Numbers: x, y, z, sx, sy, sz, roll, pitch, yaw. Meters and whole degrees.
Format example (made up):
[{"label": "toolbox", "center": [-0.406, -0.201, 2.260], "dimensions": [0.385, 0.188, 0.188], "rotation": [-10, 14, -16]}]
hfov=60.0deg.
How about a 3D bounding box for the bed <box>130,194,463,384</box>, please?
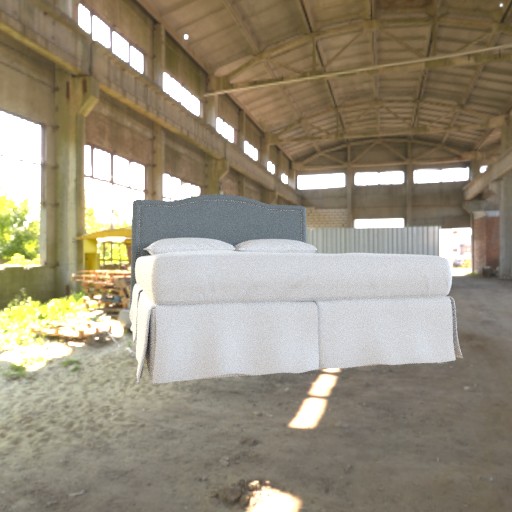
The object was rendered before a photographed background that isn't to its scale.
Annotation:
[{"label": "bed", "center": [0.000, 0.000, 3.949], "dimensions": [2.161, 1.457, 2.689], "rotation": [0, -1, -17]}]
